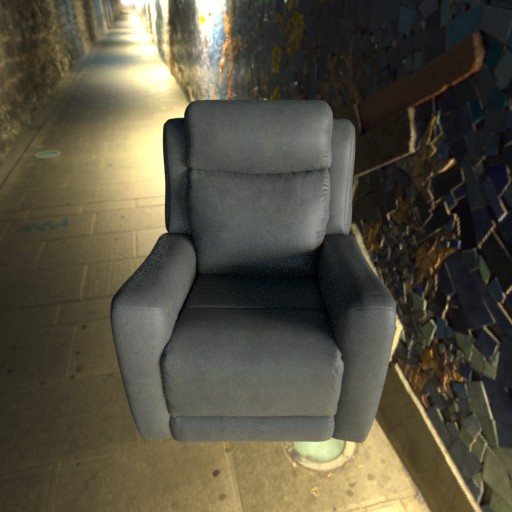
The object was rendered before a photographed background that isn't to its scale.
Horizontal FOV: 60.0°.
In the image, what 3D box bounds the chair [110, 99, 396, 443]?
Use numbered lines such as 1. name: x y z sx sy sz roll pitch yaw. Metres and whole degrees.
1. chair: 0.000 0.000 1.886 0.965 1.116 1.068 1 30 1
